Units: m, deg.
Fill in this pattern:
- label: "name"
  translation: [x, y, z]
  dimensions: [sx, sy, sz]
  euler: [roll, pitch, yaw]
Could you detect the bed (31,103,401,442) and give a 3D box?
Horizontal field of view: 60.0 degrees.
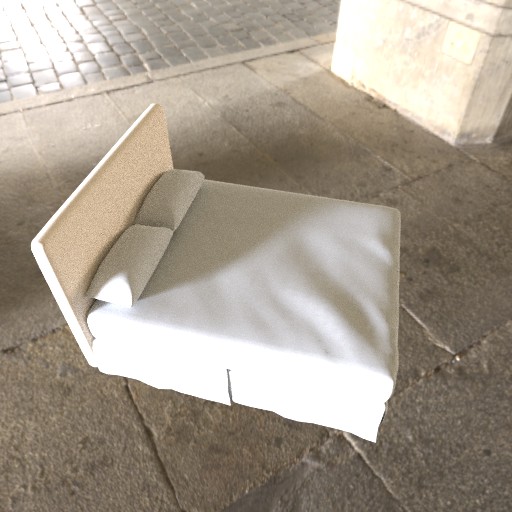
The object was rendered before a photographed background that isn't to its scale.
- label: "bed"
  translation: [0.000, 0.000, 3.225]
  dimensions: [2.142, 1.330, 1.748]
  euler: [10, 46, 10]
